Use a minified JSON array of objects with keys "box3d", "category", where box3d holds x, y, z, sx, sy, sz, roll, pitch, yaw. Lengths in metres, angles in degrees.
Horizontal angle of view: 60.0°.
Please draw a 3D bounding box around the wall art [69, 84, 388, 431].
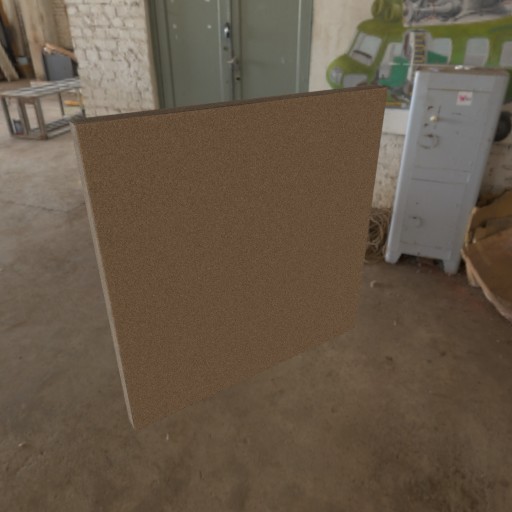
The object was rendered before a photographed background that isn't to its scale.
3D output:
[{"box3d":[0.000,0.000,1.117,0.749,0.751,0.050,-18,34,-28],"category":"wall art"}]
